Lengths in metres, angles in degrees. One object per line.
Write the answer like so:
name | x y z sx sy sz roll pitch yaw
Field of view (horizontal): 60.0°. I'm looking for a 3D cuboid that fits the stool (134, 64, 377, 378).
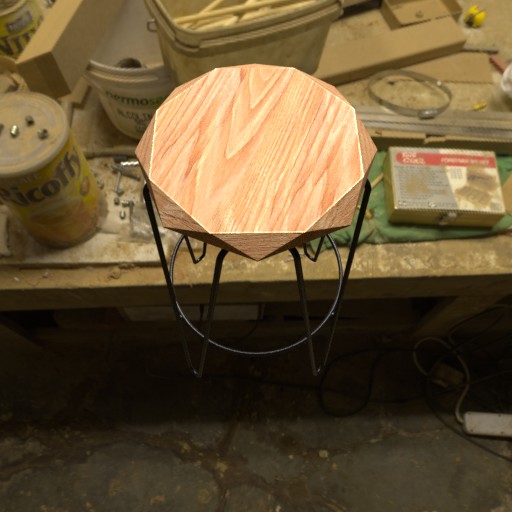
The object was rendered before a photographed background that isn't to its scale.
stool | 0.000 0.000 0.778 0.326 0.610 0.326 -1 64 0
